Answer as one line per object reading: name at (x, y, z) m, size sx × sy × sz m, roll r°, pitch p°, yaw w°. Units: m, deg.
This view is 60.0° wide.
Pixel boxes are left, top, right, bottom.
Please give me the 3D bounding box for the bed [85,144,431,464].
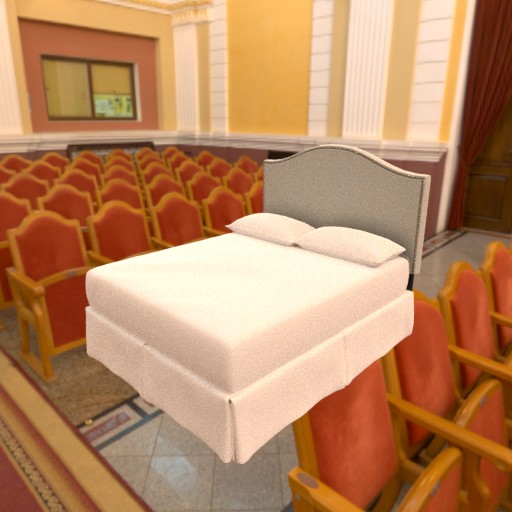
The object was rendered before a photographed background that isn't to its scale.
bed at (0.000, 0.000, 3.489) m, size 1.813 × 1.607 × 2.180 m, roll 17°, pitch 24°, yaw 42°
